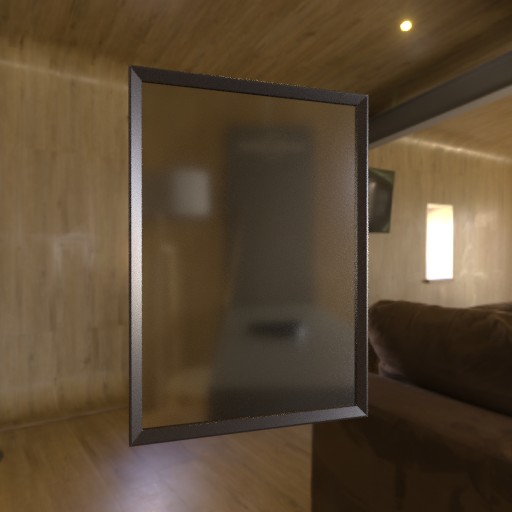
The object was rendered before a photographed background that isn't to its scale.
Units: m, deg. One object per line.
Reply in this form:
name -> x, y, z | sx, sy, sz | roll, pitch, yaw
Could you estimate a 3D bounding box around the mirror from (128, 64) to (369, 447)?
mirror -> 0.000, 0.000, 0.918 | 0.507, 0.710, 0.039 | 0, 0, -18
